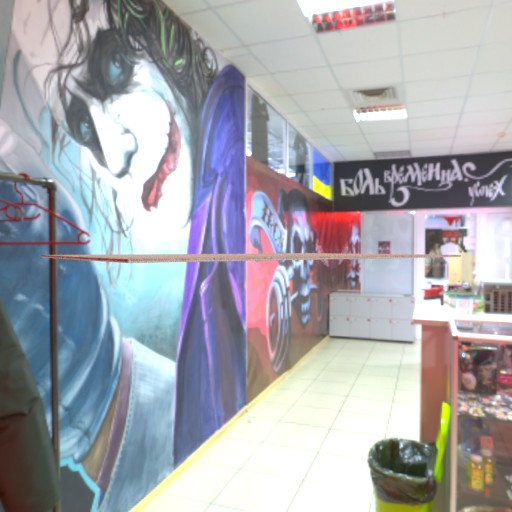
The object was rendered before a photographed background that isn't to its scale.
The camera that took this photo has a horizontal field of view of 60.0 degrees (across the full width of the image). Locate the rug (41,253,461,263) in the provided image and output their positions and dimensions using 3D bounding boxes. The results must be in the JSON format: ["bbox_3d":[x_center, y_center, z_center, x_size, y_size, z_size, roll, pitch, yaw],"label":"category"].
[{"bbox_3d":[0.000,0.000,2.889,2.280,0.015,1.521,-1,1,-36],"label":"rug"}]
